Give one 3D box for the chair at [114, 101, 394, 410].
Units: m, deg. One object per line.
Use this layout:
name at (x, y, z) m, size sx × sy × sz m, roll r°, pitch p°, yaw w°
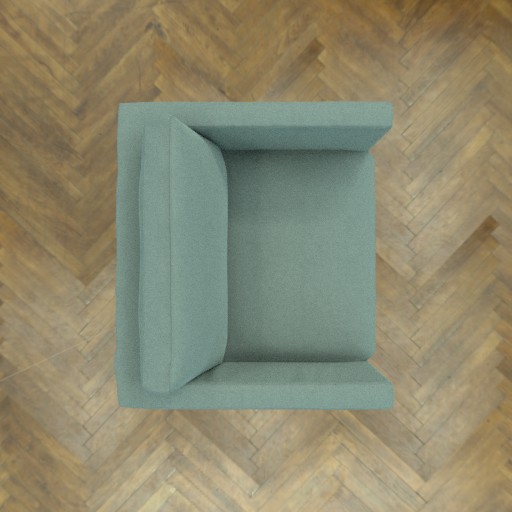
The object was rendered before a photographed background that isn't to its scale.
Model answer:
chair at (0.000, 0.000, 1.733) m, size 0.949 × 0.863 × 1.057 m, roll 0°, pitch 89°, yaw 0°
